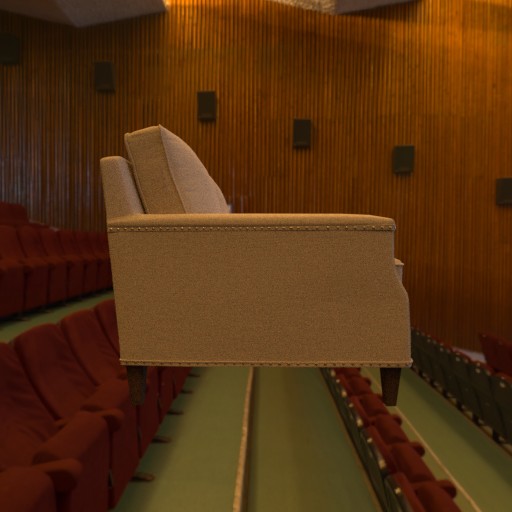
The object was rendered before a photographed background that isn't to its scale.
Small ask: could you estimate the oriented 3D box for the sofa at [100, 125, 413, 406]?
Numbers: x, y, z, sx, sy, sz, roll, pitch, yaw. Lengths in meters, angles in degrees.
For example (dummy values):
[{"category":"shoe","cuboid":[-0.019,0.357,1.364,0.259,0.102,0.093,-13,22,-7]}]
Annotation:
[{"category":"sofa","cuboid":[0.000,0.000,2.261,1.084,1.003,1.597,0,2,1]}]
